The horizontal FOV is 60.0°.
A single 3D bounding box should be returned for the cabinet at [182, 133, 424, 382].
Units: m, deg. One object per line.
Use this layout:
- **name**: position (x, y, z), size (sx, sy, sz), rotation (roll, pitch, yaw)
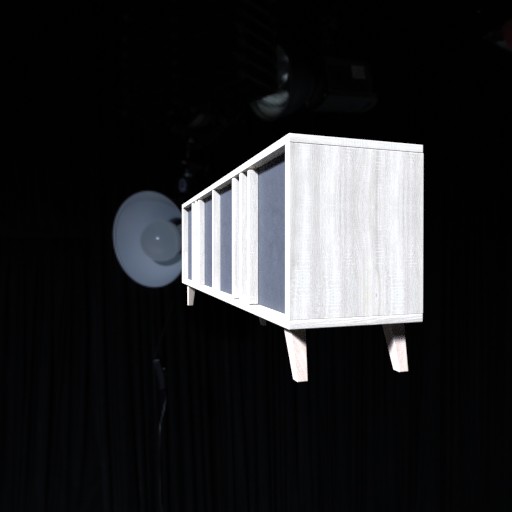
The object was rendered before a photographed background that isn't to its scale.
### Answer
- **cabinet**: position (0.000, 0.000, 2.490), size (0.499, 0.779, 2.198), rotation (0, 1, -18)
